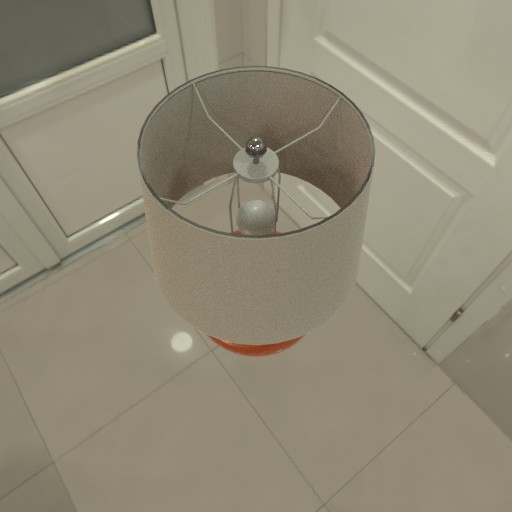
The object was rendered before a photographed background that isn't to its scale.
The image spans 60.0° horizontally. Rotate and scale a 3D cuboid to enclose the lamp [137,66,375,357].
[{"bbox_3d":[0.000,0.000,0.549,0.247,0.387,0.247,0,59,0],"label":"lamp"}]
